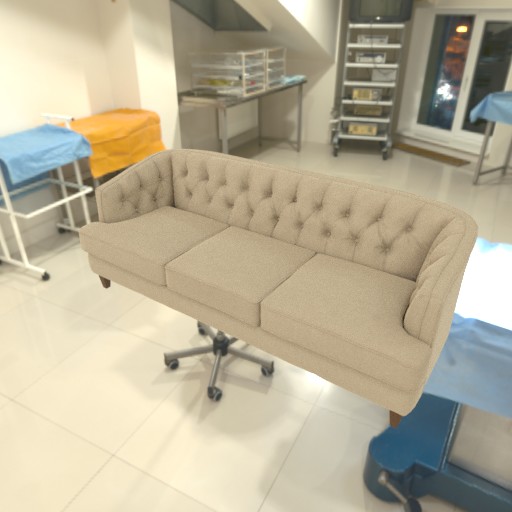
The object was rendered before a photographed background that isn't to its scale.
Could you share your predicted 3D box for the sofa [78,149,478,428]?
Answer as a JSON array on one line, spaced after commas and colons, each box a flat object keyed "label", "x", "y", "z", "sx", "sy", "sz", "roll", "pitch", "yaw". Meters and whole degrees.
[{"label": "sofa", "x": 0.000, "y": 0.000, "z": 2.693, "sx": 2.278, "sy": 0.855, "sz": 0.941, "roll": 19, "pitch": 34, "yaw": 30}]
